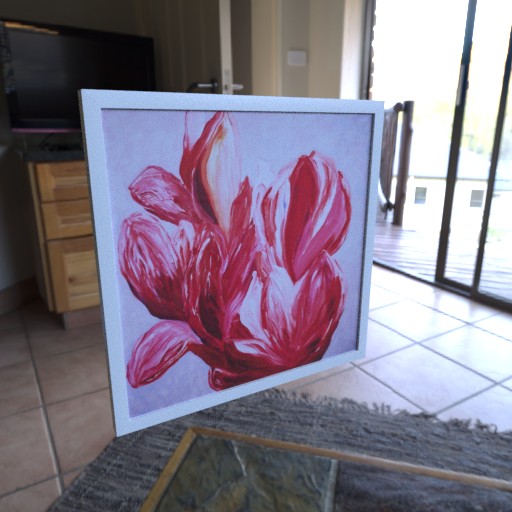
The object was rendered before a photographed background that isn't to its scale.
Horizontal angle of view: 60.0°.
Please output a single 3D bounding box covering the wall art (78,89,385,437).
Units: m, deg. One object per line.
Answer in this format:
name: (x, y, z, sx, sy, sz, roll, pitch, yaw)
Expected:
wall art: (0.000, 0.000, 0.668, 0.455, 0.453, 0.023, -9, 18, -28)
